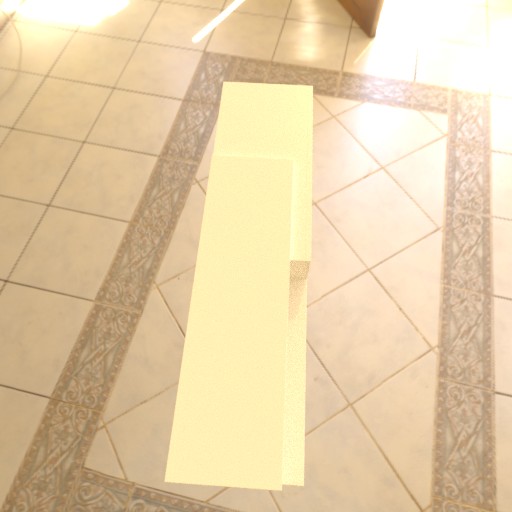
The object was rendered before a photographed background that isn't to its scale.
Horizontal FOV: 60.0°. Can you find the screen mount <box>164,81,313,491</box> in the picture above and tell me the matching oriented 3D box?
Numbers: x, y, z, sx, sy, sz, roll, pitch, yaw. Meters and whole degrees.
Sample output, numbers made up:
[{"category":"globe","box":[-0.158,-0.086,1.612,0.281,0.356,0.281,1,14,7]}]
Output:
[{"category":"screen mount","box":[0.000,0.000,1.810,0.420,0.320,1.680,3,62,2]}]
